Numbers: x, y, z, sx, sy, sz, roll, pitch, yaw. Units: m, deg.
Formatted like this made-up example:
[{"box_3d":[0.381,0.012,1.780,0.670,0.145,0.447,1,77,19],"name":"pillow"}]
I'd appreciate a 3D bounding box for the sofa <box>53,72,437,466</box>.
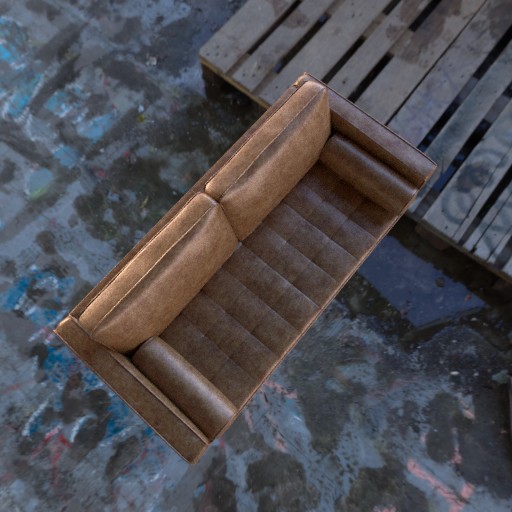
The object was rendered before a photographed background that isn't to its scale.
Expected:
[{"box_3d":[0.000,0.000,2.381,0.924,0.825,1.920,39,78,10],"name":"sofa"}]
